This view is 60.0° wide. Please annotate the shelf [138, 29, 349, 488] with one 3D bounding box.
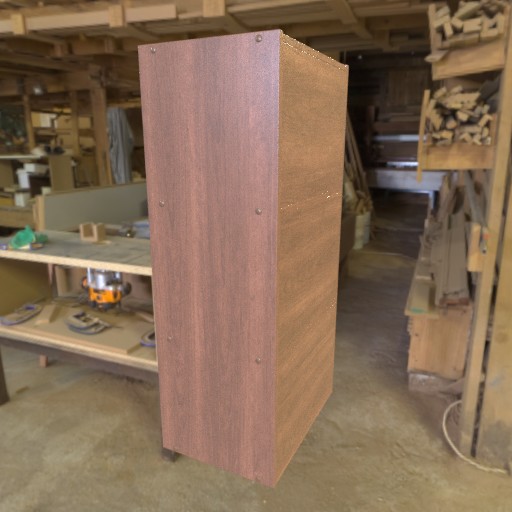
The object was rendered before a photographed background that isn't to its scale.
[{"bbox_3d":[0.000,0.000,1.058,0.290,0.879,0.414,7,17,26],"label":"shelf"}]
